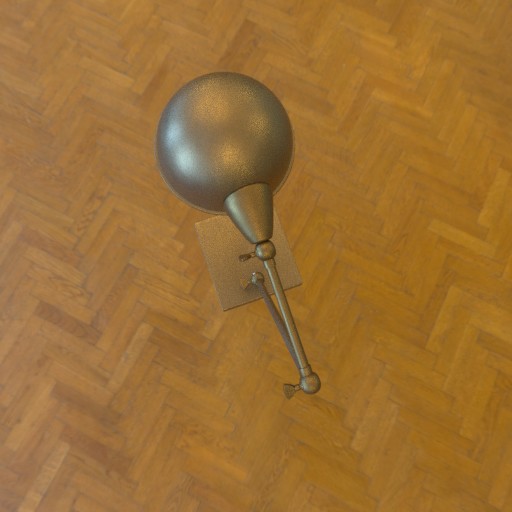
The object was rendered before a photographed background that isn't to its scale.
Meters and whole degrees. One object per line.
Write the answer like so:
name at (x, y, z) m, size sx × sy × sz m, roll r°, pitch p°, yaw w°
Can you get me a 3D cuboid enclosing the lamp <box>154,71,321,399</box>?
lamp at (0.000, 0.000, 0.552) m, size 0.149 × 0.371 × 0.339 m, roll -19°, pitch 77°, yaw -4°
